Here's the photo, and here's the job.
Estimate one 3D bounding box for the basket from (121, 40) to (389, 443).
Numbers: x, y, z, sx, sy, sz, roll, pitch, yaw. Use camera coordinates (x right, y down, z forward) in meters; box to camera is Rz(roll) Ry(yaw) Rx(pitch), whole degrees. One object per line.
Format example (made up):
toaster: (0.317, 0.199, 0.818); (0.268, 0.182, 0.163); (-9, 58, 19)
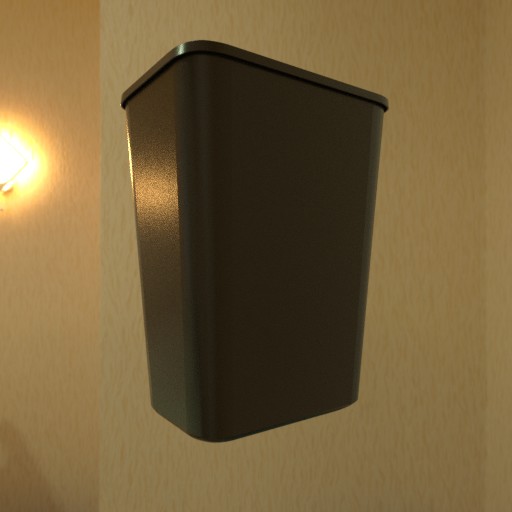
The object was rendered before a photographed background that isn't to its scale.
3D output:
basket: (0.000, 0.000, 0.745); (0.394, 0.521, 0.287); (0, 0, -36)
